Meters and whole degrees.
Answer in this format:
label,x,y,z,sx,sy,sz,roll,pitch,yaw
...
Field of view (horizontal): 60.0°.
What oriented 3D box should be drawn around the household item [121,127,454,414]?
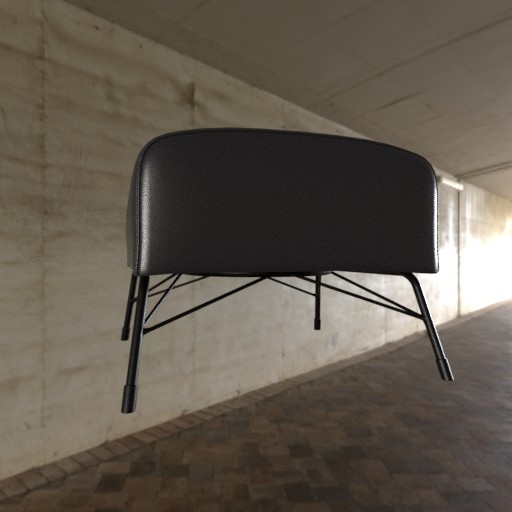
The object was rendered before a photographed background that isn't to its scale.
label,x,y,z,sx,sy,sz,roll,pitch,yaw
household item,0.000,0.000,0.907,0.530,0.410,0.530,0,0,-17
